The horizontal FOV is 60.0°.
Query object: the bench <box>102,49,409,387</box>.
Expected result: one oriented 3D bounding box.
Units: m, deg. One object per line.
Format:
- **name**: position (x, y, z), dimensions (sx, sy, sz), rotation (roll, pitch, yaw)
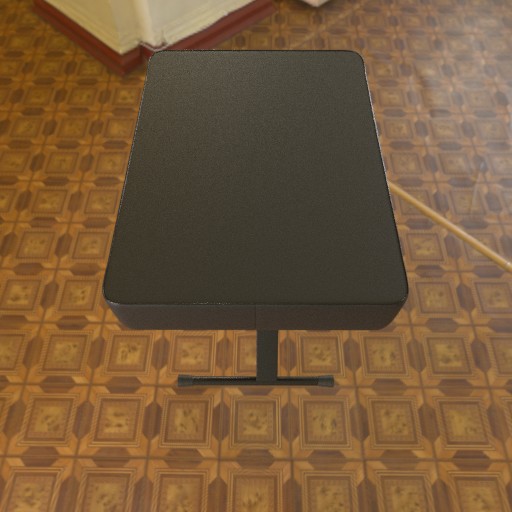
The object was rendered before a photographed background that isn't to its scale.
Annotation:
- **bench**: position (0.000, 0.000, 0.770), dimensions (0.321, 0.500, 0.424), rotation (0, 58, 0)
